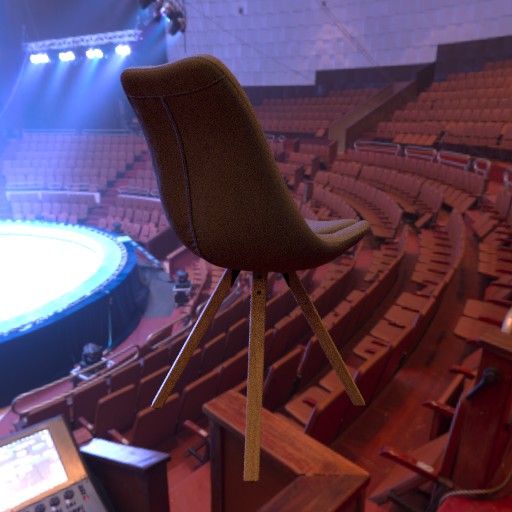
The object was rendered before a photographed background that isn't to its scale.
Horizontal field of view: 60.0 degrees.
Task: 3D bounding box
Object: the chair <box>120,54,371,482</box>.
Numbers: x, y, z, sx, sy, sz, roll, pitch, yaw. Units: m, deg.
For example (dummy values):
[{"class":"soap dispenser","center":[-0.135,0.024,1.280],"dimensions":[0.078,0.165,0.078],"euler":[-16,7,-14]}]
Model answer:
[{"class":"chair","center":[0.000,0.000,1.127],"dimensions":[0.547,0.865,0.483],"euler":[-15,21,-43]}]
